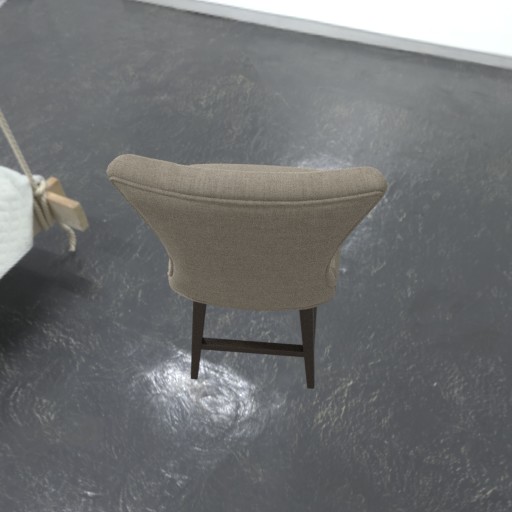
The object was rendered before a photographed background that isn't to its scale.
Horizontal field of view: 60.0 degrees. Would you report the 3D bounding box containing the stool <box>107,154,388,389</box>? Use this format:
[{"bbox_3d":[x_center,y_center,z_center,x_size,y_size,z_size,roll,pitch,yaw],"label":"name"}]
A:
[{"bbox_3d":[0.000,0.000,1.313,0.514,1.000,0.574,4,49,3],"label":"stool"}]
